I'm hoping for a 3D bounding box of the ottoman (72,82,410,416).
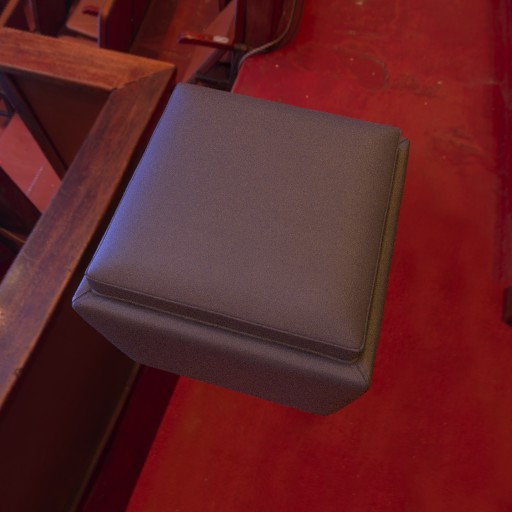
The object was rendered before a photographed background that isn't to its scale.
[{"bbox_3d":[0.000,0.000,0.836,0.451,0.460,0.450,14,65,7],"label":"ottoman"}]
